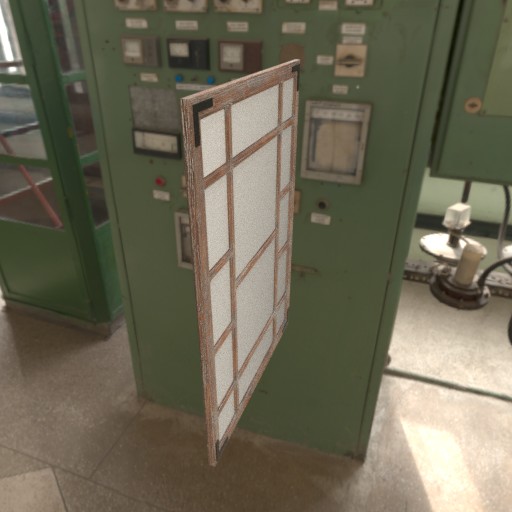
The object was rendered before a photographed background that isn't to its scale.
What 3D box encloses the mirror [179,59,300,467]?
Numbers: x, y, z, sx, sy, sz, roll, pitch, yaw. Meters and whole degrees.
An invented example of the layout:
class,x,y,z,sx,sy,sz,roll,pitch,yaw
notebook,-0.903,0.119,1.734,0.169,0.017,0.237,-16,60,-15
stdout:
class,x,y,z,sx,sy,sz,roll,pitch,yaw
mirror,0.000,0.000,1.300,0.025,0.996,0.705,11,31,18
